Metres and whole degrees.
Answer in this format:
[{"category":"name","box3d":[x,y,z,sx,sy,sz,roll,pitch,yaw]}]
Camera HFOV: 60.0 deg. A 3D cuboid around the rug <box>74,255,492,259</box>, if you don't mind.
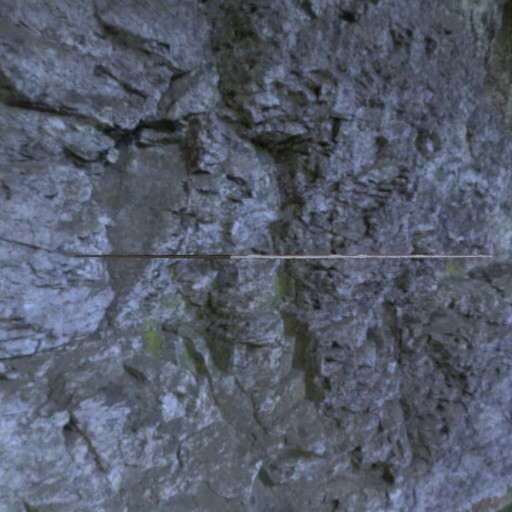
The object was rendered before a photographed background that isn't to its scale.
[{"category":"rug","box3d":[0.000,0.000,4.060,2.466,0.021,3.049,0,0,-35]}]
